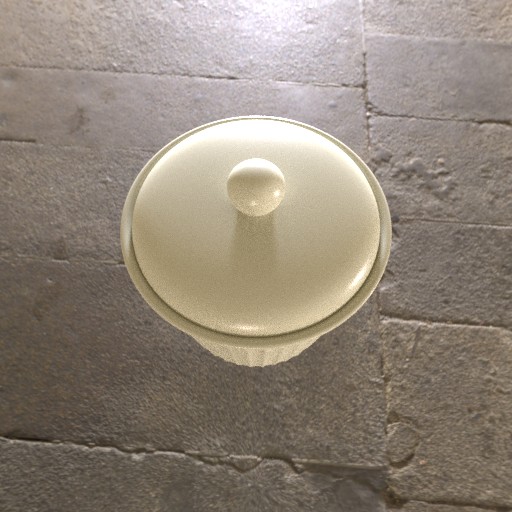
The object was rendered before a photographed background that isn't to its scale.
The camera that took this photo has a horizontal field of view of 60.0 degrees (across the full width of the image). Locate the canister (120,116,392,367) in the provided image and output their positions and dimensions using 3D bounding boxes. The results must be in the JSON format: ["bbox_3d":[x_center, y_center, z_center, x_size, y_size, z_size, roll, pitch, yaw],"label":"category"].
[{"bbox_3d":[0.000,0.000,0.350,0.181,0.211,0.181,0,63,0],"label":"canister"}]
